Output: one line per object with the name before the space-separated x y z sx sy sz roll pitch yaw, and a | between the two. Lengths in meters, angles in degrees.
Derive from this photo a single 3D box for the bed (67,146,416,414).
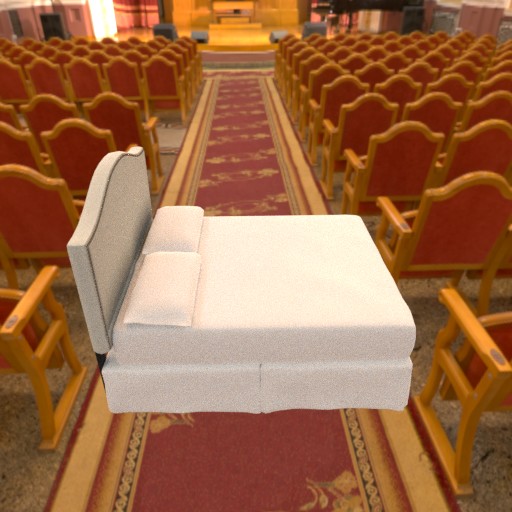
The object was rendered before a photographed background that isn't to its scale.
bed | 0.000 0.000 3.505 2.180 1.607 1.813 -1 32 -1
